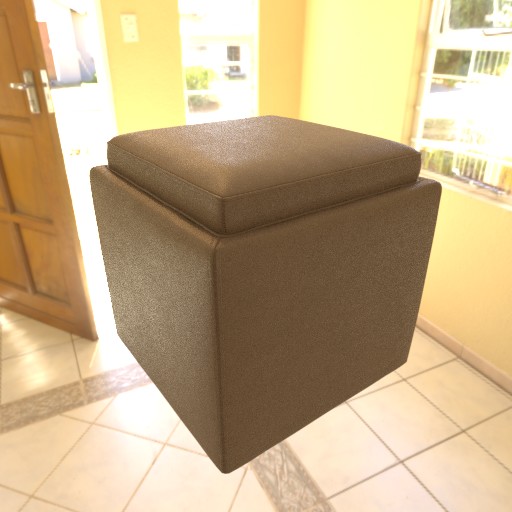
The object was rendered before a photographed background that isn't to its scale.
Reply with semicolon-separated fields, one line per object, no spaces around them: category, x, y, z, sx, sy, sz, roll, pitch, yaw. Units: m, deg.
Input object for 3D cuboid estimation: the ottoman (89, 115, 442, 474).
ottoman;0.000;0.000;0.826;0.450;0.460;0.451;-18;32;-32
